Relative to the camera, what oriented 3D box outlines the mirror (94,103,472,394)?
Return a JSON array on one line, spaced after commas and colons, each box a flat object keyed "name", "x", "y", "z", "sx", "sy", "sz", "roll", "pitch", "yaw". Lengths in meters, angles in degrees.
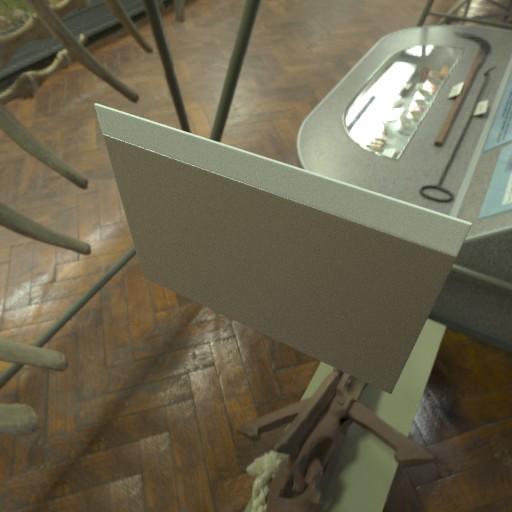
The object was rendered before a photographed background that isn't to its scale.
[{"name": "mirror", "x": 0.000, "y": 0.000, "z": 1.147, "sx": 0.870, "sy": 0.630, "sz": 0.030, "roll": 22, "pitch": 50, "yaw": 20}]
